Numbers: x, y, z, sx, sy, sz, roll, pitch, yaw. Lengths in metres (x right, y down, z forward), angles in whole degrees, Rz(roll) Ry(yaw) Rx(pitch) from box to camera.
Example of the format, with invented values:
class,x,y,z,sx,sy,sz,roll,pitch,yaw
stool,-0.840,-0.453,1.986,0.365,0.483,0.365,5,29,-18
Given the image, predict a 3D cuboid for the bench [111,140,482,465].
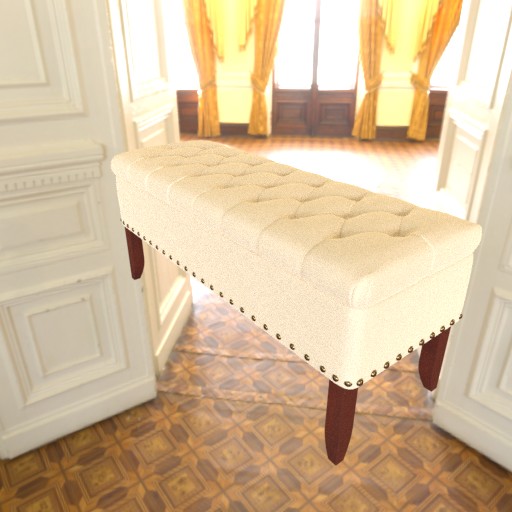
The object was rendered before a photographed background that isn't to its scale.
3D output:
class,x,y,z,sx,sy,sz,roll,pitch,yaw
bench,0.000,0.000,1.265,0.400,0.470,1.054,-19,32,-33
